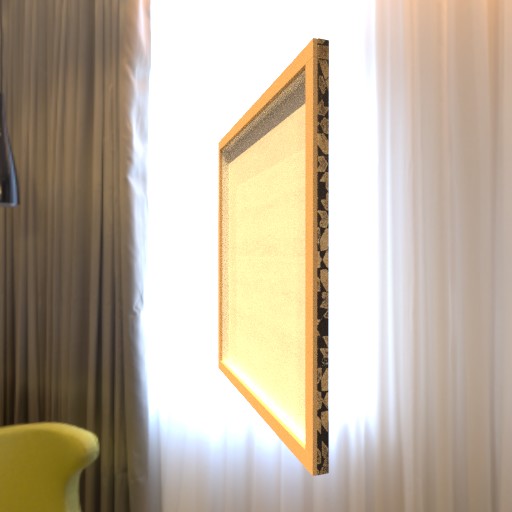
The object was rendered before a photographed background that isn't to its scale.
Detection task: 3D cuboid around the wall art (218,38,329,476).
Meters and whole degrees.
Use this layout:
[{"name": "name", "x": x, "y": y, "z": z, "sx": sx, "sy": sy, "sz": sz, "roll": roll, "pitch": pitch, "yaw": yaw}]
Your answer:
[{"name": "wall art", "x": 0.000, "y": 0.000, "z": 1.362, "sx": 0.038, "sy": 0.914, "sz": 0.914, "roll": 0, "pitch": 0, "yaw": -17}]
